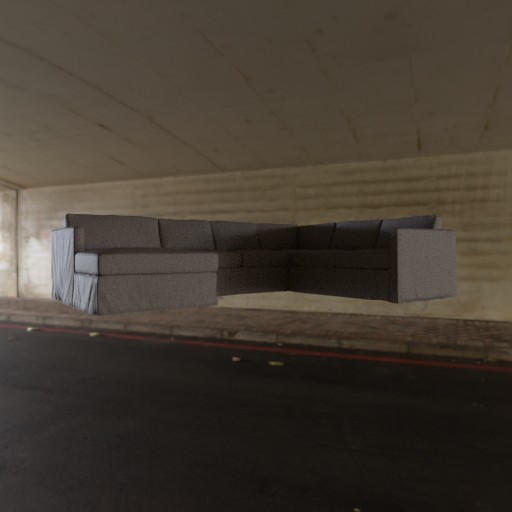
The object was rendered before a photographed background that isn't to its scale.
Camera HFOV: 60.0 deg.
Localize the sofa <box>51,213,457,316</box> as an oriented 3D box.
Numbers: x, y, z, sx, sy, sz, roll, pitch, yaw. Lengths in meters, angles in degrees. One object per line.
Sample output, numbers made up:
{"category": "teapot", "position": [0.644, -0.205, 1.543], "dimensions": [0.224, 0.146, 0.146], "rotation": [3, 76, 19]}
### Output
{"category": "sofa", "position": [0.000, 0.000, 4.615], "dimensions": [3.528, 0.878, 2.476], "rotation": [0, 1, -36]}
